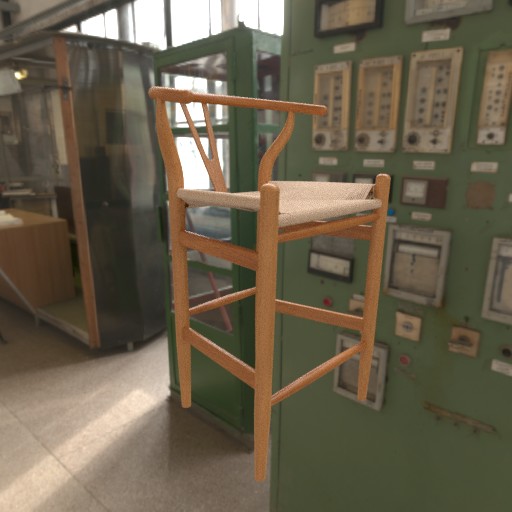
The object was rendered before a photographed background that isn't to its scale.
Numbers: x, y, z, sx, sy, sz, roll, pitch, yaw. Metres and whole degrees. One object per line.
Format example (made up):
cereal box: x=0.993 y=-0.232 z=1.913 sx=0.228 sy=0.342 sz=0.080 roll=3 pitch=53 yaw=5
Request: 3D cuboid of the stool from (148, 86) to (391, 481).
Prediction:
stool: x=0.000 y=0.000 z=1.327 sx=0.579 sy=0.970 sz=0.569 roll=13 pitch=19 yaw=42
